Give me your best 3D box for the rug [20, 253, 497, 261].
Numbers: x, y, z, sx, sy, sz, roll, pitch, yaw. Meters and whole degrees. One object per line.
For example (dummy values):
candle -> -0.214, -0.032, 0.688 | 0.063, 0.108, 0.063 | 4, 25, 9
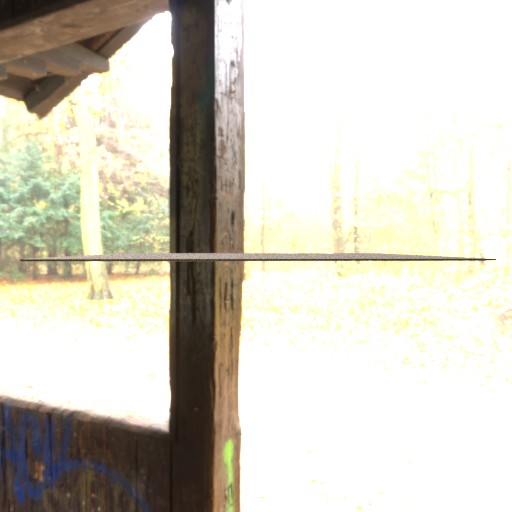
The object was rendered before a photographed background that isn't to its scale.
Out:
rug -> 0.000, 0.000, 4.041 | 3.050, 0.015, 2.441 | 0, 1, -2
